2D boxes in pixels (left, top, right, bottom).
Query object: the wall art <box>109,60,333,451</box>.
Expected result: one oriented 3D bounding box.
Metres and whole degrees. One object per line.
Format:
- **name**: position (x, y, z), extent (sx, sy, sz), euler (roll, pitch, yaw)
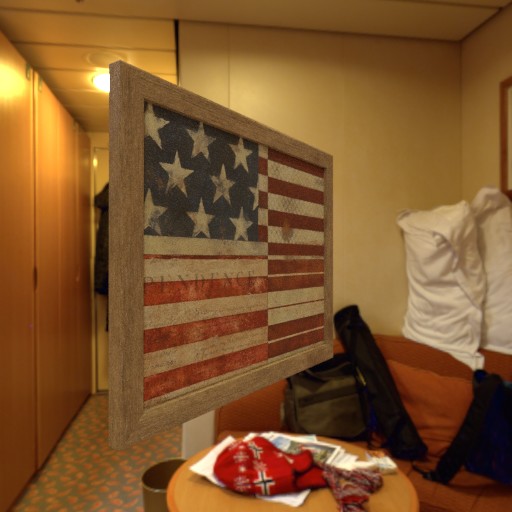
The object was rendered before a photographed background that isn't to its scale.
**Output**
- **wall art**: position (0.000, 0.000, 0.896), extent (0.026, 0.535, 0.690), euler (0, 0, 34)
